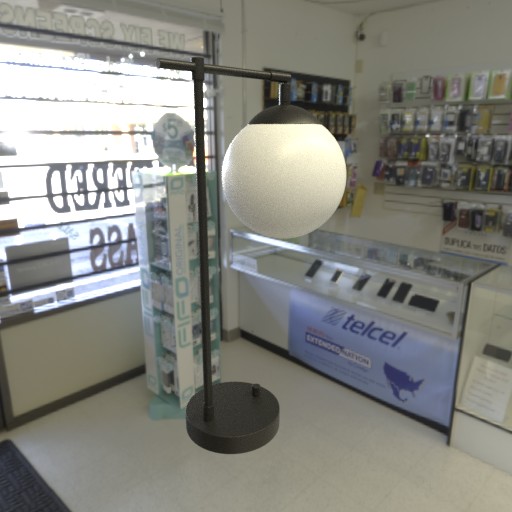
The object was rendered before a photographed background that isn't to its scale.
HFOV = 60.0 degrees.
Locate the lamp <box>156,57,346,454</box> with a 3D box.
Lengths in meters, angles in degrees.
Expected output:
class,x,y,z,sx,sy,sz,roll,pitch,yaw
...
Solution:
class,x,y,z,sx,sy,sz,roll,pitch,yaw
lamp,0.000,0.000,0.703,0.316,0.559,0.197,-13,20,-40
